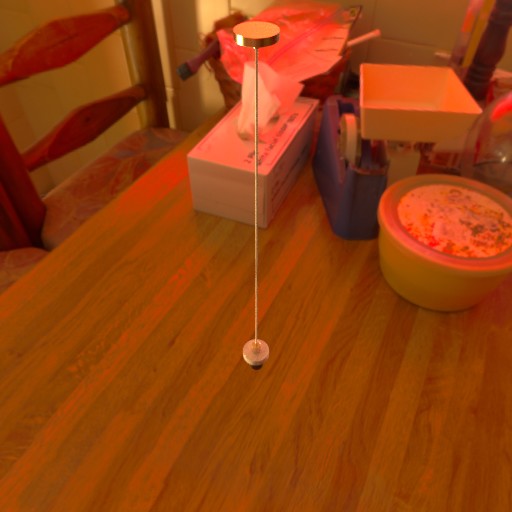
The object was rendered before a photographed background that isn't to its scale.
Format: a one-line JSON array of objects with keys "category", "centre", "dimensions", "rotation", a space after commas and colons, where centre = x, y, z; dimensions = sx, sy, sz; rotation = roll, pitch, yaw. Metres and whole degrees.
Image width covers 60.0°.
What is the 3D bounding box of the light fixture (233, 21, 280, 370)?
[{"category": "light fixture", "centre": [0.000, 0.000, 1.738], "dimensions": [0.129, 1.669, 0.129], "rotation": [-2, 46, -2]}]
